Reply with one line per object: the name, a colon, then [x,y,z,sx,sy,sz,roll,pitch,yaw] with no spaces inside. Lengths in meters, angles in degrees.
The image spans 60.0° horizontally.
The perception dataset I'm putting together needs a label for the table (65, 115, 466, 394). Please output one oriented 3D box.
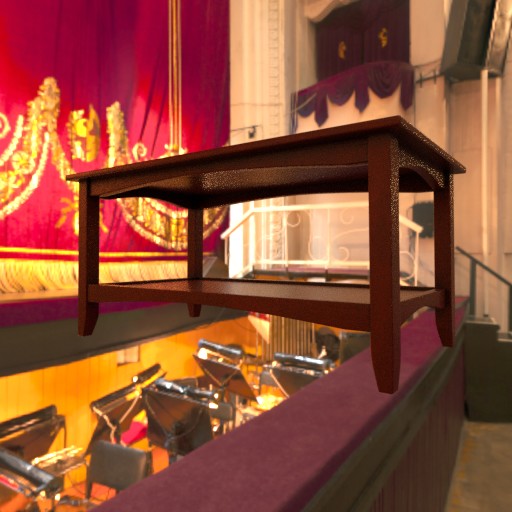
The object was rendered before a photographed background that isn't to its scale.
table: [0.000,0.000,1.193,0.943,0.456,0.533,0,1,36]
